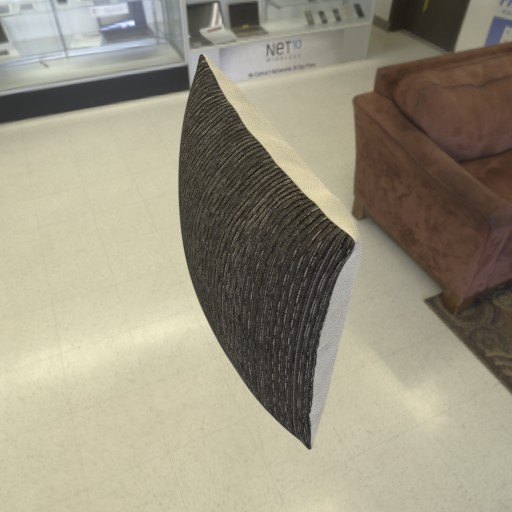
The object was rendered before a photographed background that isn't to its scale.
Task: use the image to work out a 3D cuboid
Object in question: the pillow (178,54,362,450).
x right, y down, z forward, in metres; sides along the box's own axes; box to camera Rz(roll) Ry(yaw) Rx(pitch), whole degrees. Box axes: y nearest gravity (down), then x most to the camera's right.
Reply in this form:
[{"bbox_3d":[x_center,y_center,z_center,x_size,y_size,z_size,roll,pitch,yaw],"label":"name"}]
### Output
[{"bbox_3d":[0.000,0.000,0.655,0.196,0.434,0.433,-16,47,-15],"label":"pillow"}]
